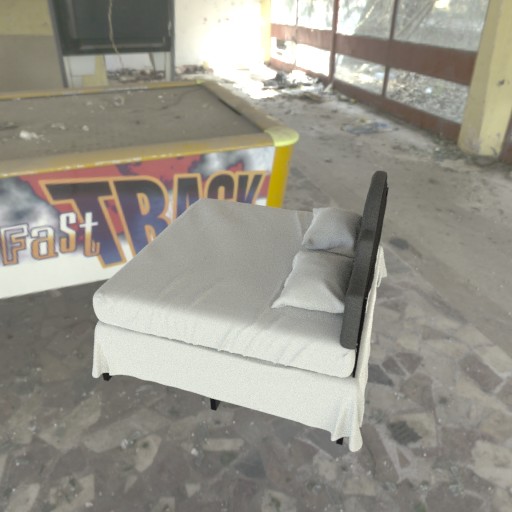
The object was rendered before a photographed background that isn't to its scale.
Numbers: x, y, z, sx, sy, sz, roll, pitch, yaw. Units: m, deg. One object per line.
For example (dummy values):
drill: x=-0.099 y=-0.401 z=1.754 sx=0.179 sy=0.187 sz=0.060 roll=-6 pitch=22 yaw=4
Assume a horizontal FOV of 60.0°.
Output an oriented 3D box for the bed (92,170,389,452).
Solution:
bed: x=0.000 y=0.000 z=3.811 sx=2.222 sy=1.631 sz=2.303 roll=9 pitch=32 yaw=16
